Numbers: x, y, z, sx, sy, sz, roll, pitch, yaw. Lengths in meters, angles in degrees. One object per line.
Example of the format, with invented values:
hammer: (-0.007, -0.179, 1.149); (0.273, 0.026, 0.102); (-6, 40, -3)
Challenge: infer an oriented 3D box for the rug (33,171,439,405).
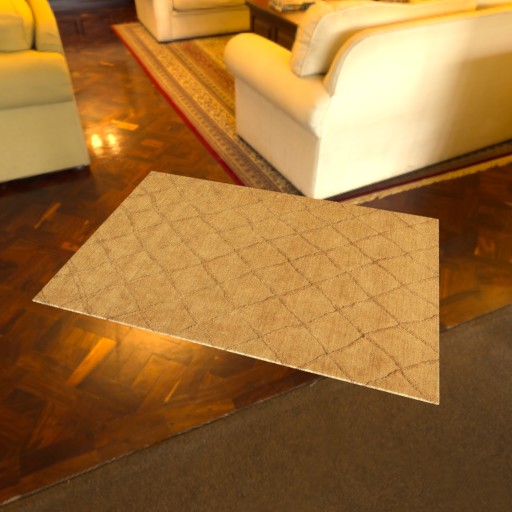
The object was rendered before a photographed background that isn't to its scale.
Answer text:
rug: (0.000, 0.000, 2.910); (2.292, 0.014, 1.528); (11, 43, 13)
